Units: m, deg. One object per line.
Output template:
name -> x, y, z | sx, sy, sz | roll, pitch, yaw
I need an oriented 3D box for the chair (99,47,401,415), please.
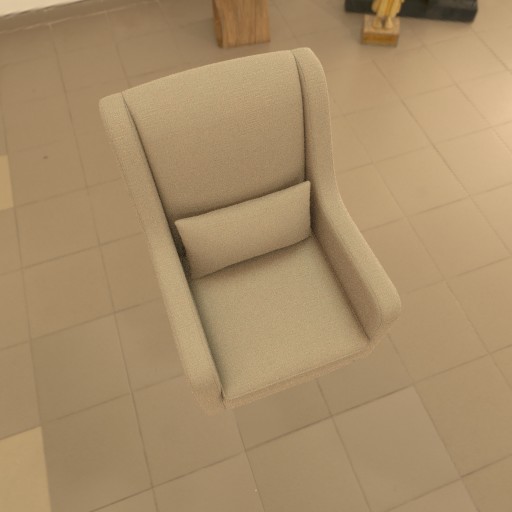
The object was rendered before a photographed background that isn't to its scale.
chair -> 0.000, 0.000, 1.630 | 0.715, 1.017, 0.896 | -18, 64, -9
